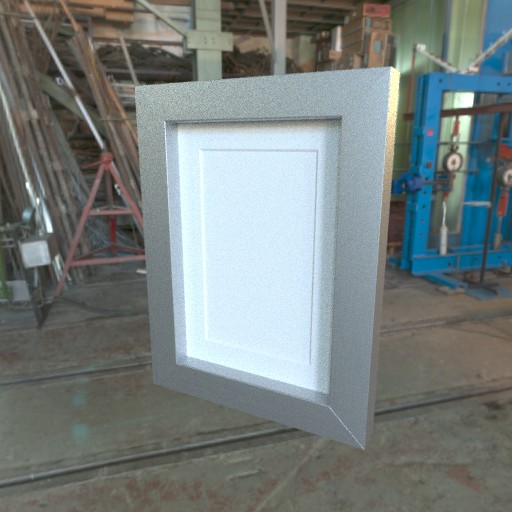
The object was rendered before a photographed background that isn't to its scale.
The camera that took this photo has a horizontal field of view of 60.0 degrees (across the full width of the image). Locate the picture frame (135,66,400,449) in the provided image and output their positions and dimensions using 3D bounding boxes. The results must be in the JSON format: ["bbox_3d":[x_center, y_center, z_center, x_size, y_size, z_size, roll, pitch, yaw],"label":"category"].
[{"bbox_3d":[0.000,0.000,0.279,0.157,0.208,0.028,7,16,27],"label":"picture frame"}]
